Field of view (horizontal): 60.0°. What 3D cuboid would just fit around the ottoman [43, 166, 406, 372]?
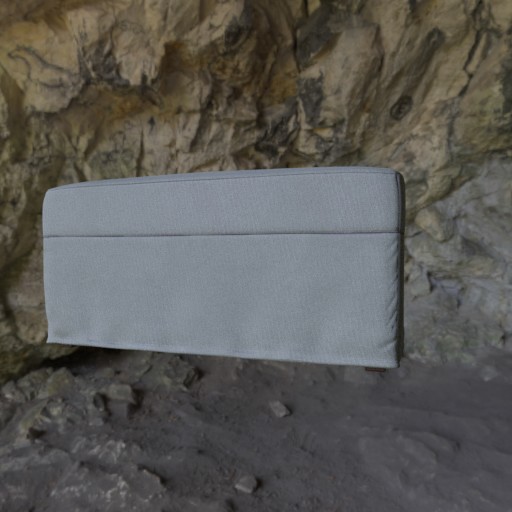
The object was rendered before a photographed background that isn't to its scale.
[{"bbox_3d":[0.000,0.000,1.324,0.843,0.441,0.842,0,0,18],"label":"ottoman"}]
